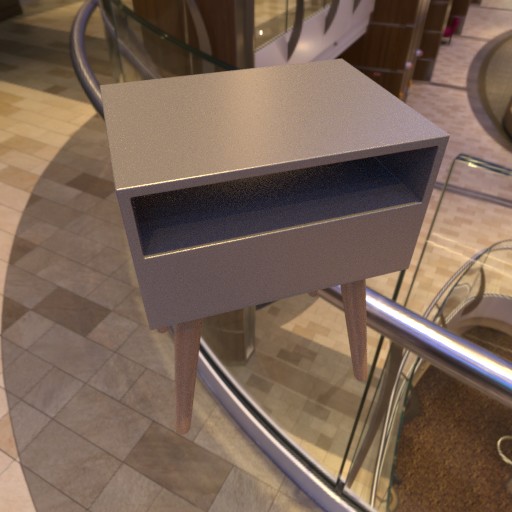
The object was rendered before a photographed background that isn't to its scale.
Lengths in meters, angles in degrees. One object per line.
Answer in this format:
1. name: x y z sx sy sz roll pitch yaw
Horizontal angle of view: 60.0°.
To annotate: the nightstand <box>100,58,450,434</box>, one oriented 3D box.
1. nightstand: 0.000 0.000 0.729 0.370 0.508 0.288 -12 43 -13
